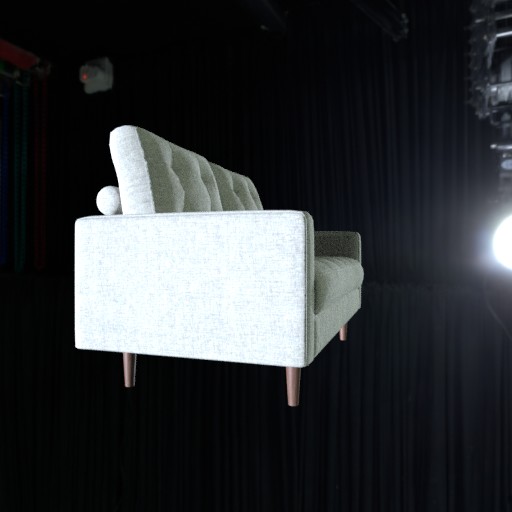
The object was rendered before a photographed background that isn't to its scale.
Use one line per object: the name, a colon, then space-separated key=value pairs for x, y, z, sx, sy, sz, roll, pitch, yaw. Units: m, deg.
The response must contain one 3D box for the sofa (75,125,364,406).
sofa: x=0.000 y=0.000 z=1.982 sx=0.842 sy=0.907 sz=1.407 roll=0 pitch=0 yaw=19
